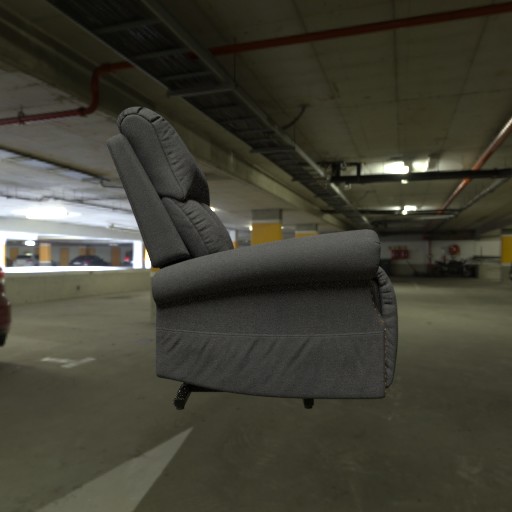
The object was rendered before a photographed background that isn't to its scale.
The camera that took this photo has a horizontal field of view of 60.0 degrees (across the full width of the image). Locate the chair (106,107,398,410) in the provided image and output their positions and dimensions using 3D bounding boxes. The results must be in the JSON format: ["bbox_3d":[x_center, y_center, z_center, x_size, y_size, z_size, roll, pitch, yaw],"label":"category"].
[{"bbox_3d":[0.000,0.000,1.770,0.979,1.031,0.871,0,0,0],"label":"chair"}]
